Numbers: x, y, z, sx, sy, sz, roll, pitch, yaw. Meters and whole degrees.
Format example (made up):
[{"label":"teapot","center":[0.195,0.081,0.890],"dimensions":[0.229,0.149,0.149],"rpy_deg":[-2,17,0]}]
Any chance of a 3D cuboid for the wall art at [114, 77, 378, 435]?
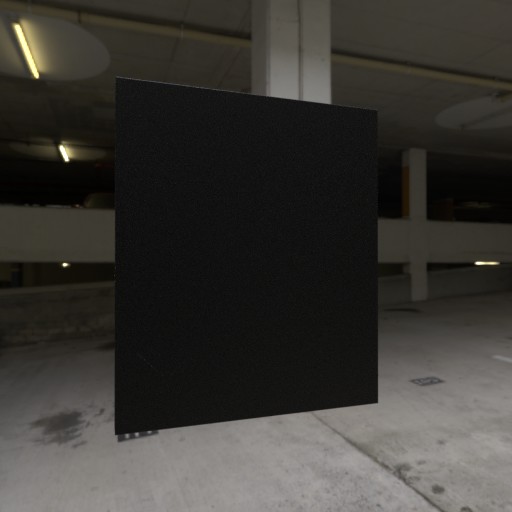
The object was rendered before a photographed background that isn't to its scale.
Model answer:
[{"label":"wall art","center":[0.000,0.000,0.536],"dimensions":[0.325,0.380,0.028],"rpy_deg":[0,0,-19]}]
